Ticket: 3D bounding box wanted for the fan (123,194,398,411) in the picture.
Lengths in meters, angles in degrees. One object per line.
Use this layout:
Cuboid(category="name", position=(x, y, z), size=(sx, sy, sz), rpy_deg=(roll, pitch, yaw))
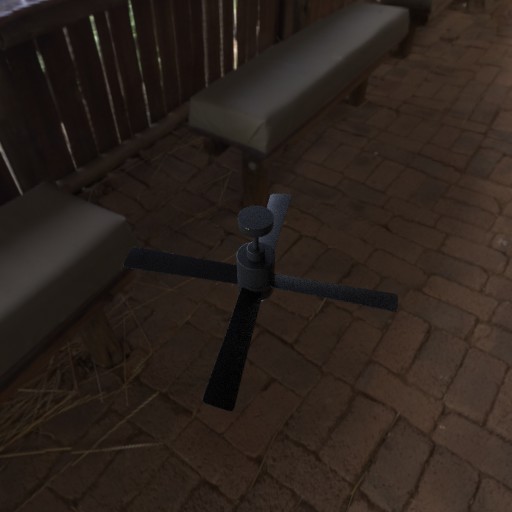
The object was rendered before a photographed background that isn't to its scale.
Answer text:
Cuboid(category="fan", position=(0.000, 0.000, 2.313), size=(1.525, 0.534, 1.525), rpy_deg=(10, 47, 9))
